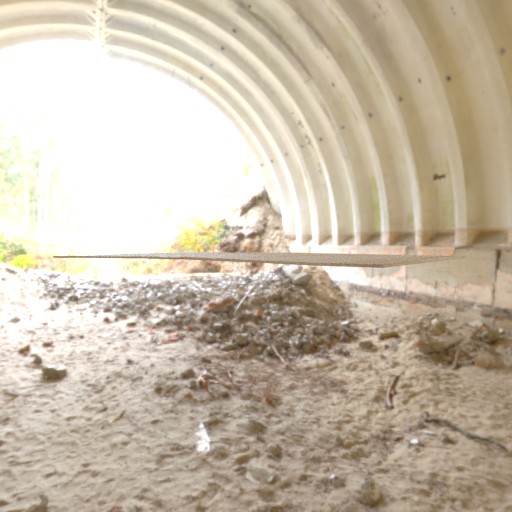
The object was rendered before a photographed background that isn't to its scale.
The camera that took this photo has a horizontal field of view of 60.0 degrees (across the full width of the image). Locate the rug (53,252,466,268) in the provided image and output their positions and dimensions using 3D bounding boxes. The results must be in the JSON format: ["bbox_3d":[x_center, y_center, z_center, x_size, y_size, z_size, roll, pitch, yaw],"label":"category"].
[{"bbox_3d":[0.000,0.000,3.014,2.346,0.029,1.574,1,2,36],"label":"rug"}]
